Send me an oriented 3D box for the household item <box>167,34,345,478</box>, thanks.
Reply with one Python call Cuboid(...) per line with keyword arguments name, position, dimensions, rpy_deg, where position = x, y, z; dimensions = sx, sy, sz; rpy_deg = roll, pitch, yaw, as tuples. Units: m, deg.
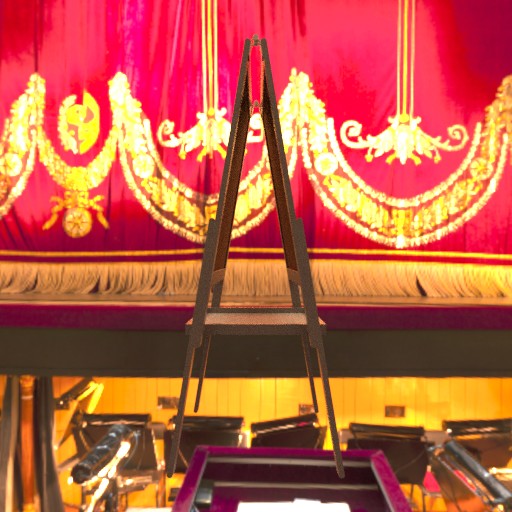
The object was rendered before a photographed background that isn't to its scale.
Cuboid(name="household item", position=(0.000, 0.000, 1.434), dimensions=(0.469, 1.172, 0.531), rpy_deg=(0, 0, 0))
